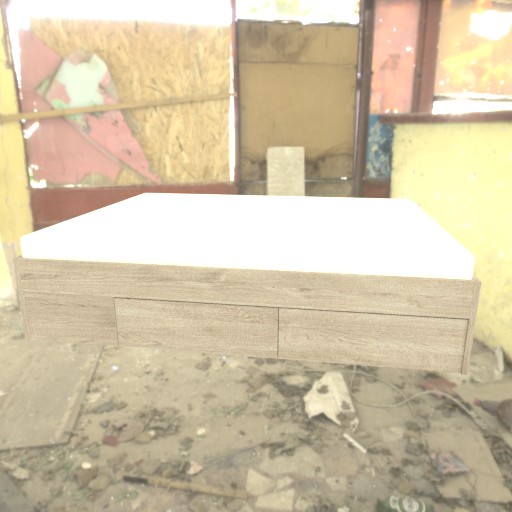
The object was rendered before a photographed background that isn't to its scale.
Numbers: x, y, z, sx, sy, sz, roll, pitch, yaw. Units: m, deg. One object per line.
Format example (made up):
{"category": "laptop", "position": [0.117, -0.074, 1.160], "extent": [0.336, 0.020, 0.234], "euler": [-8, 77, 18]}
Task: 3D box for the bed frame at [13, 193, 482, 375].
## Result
{"category": "bed frame", "position": [0.000, 0.000, 2.537], "extent": [1.944, 0.490, 1.448], "euler": [3, 16, 9]}
